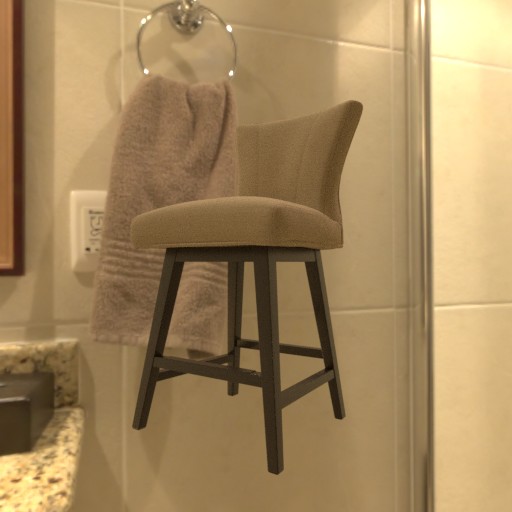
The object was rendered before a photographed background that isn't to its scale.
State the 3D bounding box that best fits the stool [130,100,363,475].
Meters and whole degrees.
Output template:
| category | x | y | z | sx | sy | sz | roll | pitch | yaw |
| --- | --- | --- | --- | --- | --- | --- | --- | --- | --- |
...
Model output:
| category | x | y | z | sx | sy | sz | roll | pitch | yaw |
| --- | --- | --- | --- | --- | --- | --- | --- | --- | --- |
| stool | 0.000 | 0.000 | 1.365 | 0.514 | 1.000 | 0.574 | -1 | -1 | 35 |
